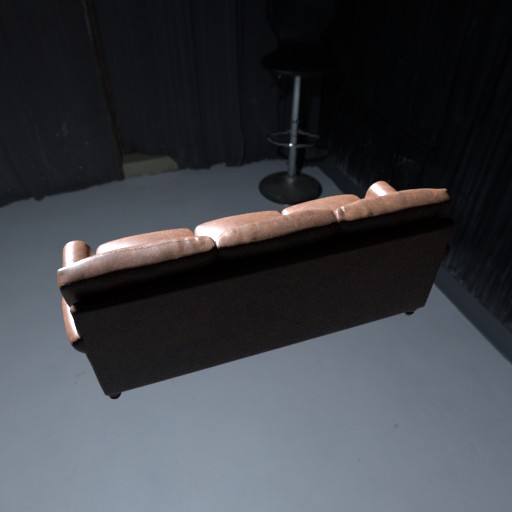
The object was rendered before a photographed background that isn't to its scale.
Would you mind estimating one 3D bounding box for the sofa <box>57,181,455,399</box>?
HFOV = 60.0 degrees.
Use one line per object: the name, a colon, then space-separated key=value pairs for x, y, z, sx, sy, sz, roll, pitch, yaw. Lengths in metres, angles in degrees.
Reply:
sofa: x=0.000 y=0.000 z=2.885 sx=2.351 sy=0.977 sz=0.973 roll=-13 pitch=42 yaw=-14
